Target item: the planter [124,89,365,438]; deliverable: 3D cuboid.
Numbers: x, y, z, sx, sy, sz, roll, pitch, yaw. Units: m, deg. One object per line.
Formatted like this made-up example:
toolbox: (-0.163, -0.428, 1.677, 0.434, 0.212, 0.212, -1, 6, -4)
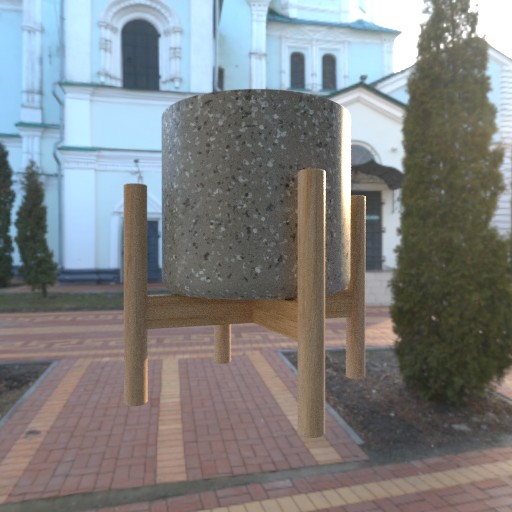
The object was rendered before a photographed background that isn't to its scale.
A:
planter: (0.000, 0.000, 0.534, 0.284, 0.320, 0.284, 0, 0, 2)
